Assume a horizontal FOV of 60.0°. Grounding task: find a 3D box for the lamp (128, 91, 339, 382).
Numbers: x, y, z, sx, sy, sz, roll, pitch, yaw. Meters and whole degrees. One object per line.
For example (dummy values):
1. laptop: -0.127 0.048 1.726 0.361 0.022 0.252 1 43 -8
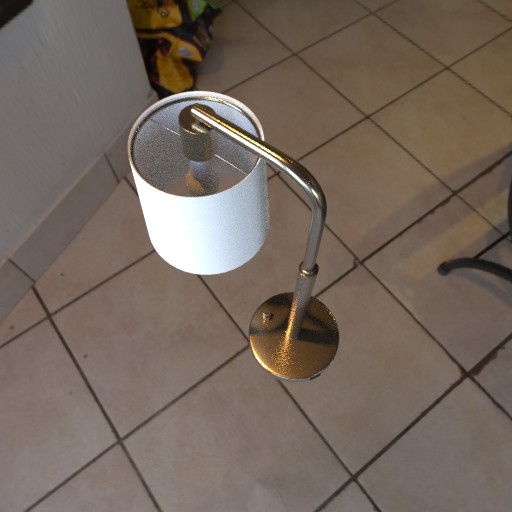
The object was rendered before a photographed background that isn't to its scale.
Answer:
1. lamp: 0.000 0.000 0.630 0.333 0.489 0.171 31 67 15
